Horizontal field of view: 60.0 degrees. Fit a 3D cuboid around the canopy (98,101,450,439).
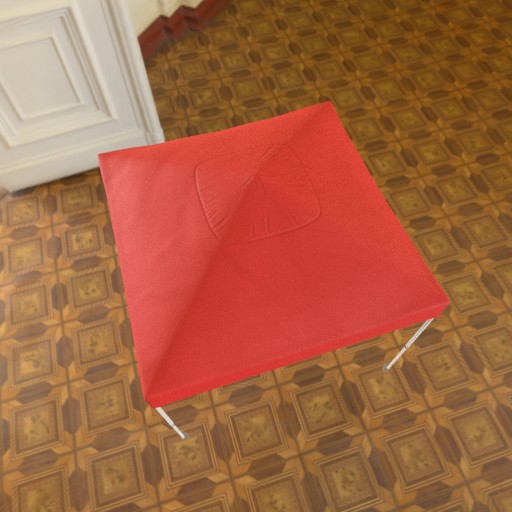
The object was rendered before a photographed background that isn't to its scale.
[{"bbox_3d":[0.000,0.000,5.382,2.996,2.997,2.998,-16,61,-9],"label":"canopy"}]
